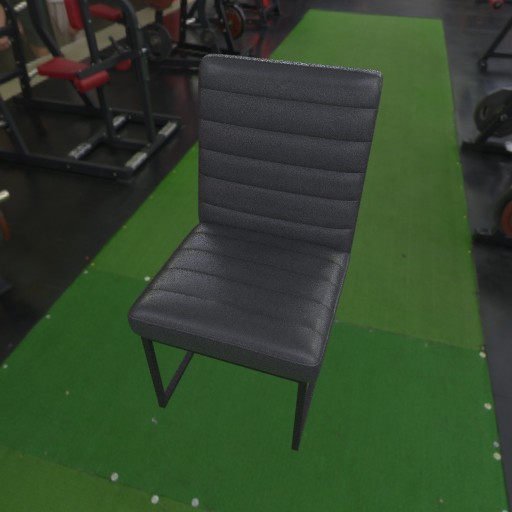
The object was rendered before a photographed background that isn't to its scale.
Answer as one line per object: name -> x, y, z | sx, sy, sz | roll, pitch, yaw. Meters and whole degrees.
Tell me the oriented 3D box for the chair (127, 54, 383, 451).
chair -> 0.000, 0.000, 1.295 | 0.520, 0.930, 0.634 | 12, 42, 14
